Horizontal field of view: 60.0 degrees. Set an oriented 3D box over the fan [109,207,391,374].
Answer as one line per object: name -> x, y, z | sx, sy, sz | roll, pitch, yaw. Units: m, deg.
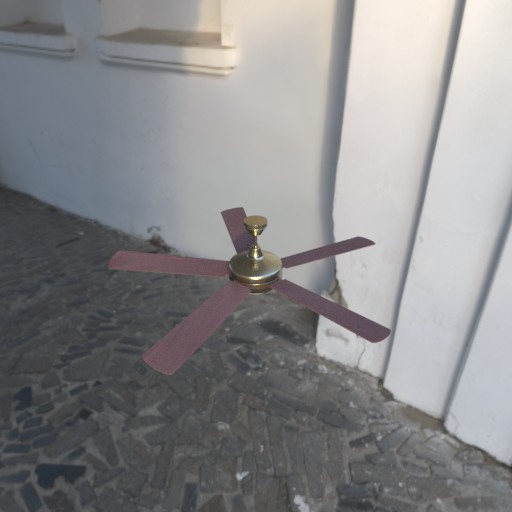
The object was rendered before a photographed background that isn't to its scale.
fan -> 0.000, 0.000, 2.007 | 1.321, 0.356, 1.321 | -21, 36, -31
